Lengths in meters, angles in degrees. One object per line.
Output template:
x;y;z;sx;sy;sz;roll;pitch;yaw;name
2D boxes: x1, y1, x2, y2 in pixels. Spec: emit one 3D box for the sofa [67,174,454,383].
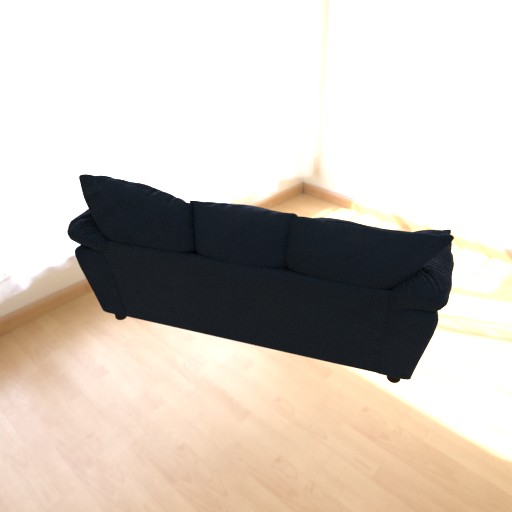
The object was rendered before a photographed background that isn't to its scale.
0.000;0.000;2.934;2.390;1.091;0.907;10;33;15;sofa
